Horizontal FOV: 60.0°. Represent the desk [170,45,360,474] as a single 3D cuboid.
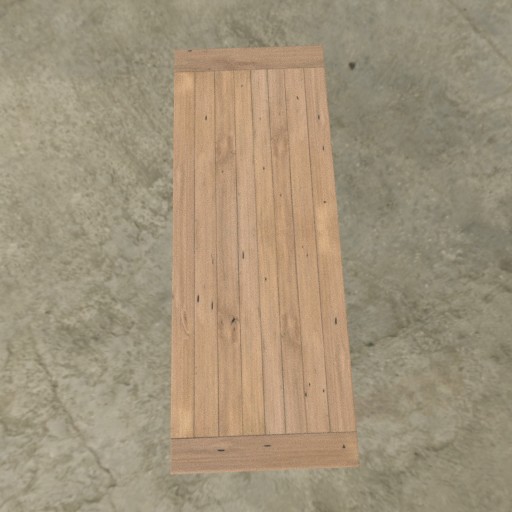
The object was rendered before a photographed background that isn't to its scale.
[{"bbox_3d":[0.000,0.000,2.200,0.688,0.760,1.803,-2,76,-1],"label":"desk"}]
